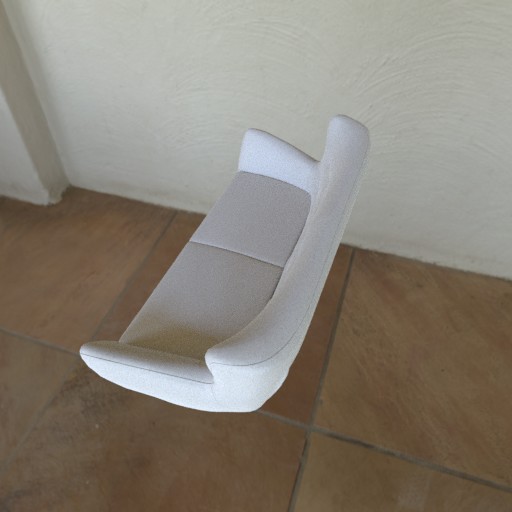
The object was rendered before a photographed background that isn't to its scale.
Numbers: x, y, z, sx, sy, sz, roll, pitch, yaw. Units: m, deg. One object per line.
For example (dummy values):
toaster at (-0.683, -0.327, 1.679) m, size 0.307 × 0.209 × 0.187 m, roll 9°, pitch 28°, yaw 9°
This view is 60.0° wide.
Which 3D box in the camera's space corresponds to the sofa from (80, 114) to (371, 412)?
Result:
sofa at (0.000, 0.000, 2.471) m, size 0.899 × 0.890 × 1.930 m, roll 16°, pitch 49°, yaw 14°
